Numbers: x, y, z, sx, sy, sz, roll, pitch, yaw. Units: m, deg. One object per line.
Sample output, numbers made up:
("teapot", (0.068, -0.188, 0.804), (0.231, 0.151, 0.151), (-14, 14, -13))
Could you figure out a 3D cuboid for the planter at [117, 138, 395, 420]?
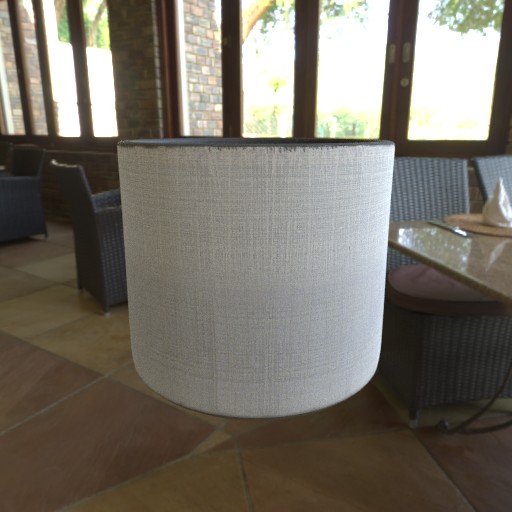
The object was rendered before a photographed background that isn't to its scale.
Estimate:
("planter", (0.000, 0.000, 0.396), (0.226, 0.201, 0.226), (0, 16, 0))
